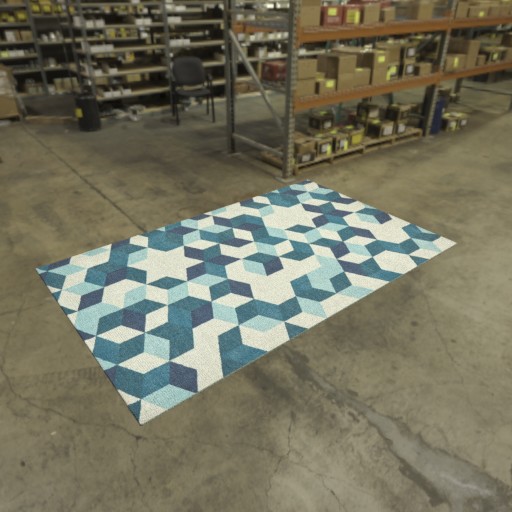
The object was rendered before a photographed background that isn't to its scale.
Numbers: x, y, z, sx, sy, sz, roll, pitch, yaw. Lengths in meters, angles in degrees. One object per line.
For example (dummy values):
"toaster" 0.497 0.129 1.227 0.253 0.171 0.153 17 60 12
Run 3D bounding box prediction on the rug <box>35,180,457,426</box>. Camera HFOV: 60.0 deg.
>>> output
"rug" 0.000 0.000 3.004 2.438 0.015 1.518 -23 38 -32
